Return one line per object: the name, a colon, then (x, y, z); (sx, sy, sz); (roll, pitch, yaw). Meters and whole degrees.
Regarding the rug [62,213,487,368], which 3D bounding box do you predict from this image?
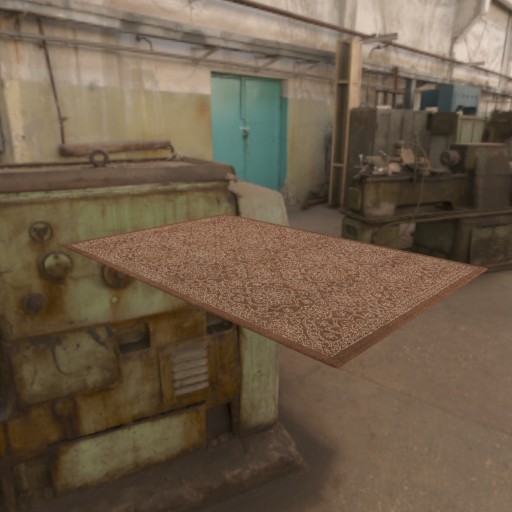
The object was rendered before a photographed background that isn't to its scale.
rug: (0.000, 0.000, 2.257); (1.829, 0.010, 1.219); (16, 23, 42)
